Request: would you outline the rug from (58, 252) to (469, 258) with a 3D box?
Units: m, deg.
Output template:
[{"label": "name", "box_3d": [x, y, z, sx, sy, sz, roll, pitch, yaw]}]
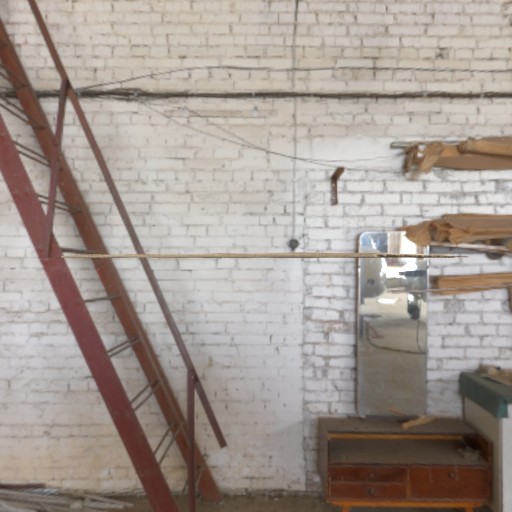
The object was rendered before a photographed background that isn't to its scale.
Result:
[{"label": "rug", "box_3d": [0.000, 0.000, 3.047, 2.434, 0.027, 1.529, 0, 0, 36]}]
